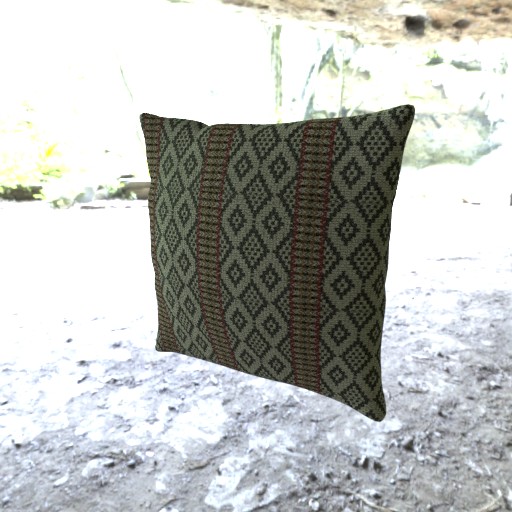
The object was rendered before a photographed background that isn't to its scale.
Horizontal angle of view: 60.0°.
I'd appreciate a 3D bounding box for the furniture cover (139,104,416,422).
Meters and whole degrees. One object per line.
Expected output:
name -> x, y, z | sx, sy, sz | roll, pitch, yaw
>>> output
furniture cover -> 0.000, 0.000, 0.797 | 0.503, 0.506, 0.182 | 9, 19, 28
